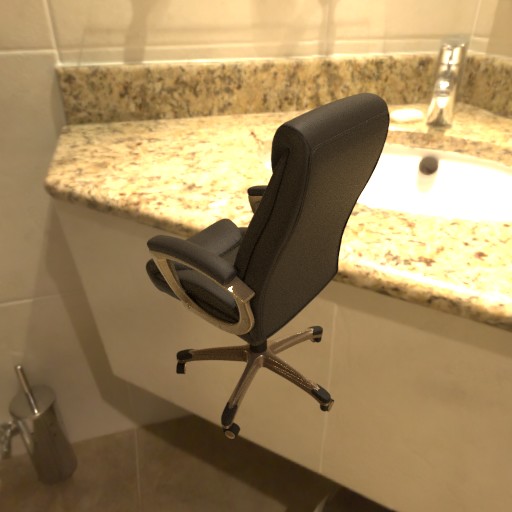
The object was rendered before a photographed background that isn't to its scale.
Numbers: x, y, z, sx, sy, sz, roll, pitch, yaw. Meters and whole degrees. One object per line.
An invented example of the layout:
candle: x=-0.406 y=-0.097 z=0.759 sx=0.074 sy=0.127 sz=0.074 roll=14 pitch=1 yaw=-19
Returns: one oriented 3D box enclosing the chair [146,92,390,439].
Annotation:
chair: x=0.000 y=0.000 z=1.658 sx=0.748 sy=1.188 sz=0.694 roll=22 pitch=38 yaw=31
